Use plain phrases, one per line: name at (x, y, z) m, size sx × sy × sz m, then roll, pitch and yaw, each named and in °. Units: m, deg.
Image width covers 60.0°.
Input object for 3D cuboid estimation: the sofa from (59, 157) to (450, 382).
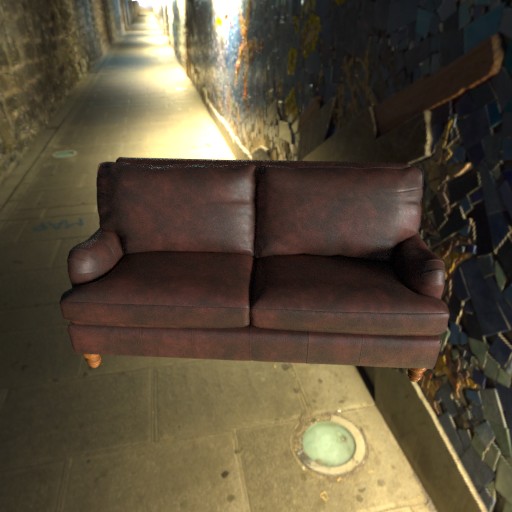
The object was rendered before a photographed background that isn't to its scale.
sofa at (0.000, 0.000, 2.835) m, size 2.144 × 1.071 × 1.147 m, roll 2°, pitch 30°, yaw 3°
